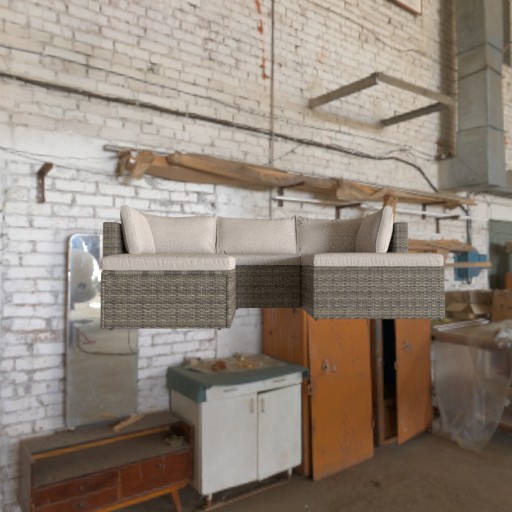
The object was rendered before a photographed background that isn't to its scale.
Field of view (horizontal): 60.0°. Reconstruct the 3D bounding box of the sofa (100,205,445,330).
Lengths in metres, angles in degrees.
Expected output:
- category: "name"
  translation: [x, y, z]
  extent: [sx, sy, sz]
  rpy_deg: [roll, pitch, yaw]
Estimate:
- category: "sofa"
  translation: [0.000, 0.000, 3.045]
  extent: [2.192, 0.766, 1.662]
  rpy_deg: [0, -1, 0]
